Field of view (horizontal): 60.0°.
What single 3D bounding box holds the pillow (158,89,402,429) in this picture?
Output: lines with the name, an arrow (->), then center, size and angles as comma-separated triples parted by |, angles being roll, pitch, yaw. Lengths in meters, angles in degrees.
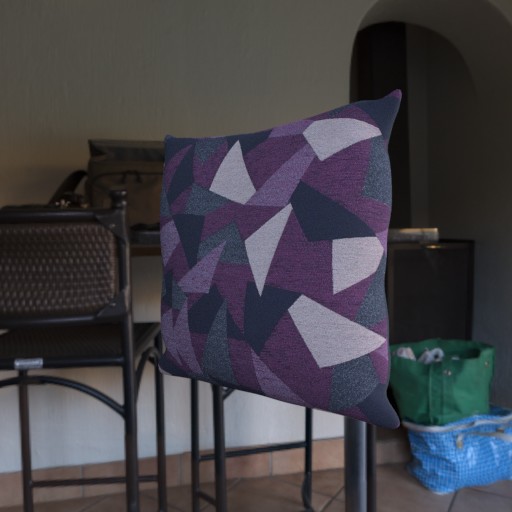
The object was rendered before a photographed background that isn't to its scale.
pillow -> 0.000, 0.000, 0.775 | 0.503, 0.496, 0.208 | 1, 1, 36
